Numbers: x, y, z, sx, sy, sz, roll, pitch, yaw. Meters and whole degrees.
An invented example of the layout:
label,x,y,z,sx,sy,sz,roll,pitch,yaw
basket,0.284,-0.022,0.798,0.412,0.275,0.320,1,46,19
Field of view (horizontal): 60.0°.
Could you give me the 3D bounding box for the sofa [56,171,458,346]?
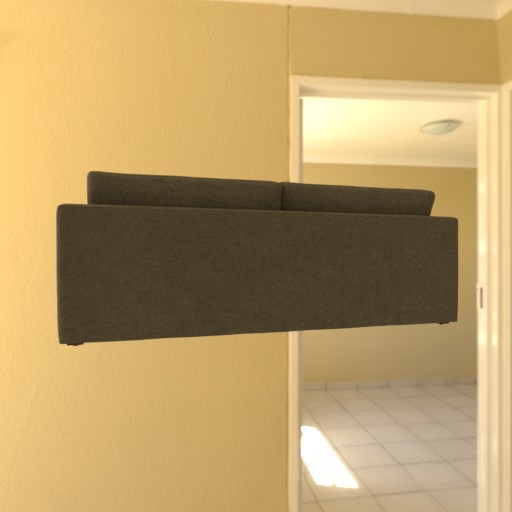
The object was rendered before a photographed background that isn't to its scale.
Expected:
label,x,y,z,sx,sy,sz,roll,pitch,yaw
sofa,0.000,0.000,2.838,2.257,0.838,1.092,0,0,-18
